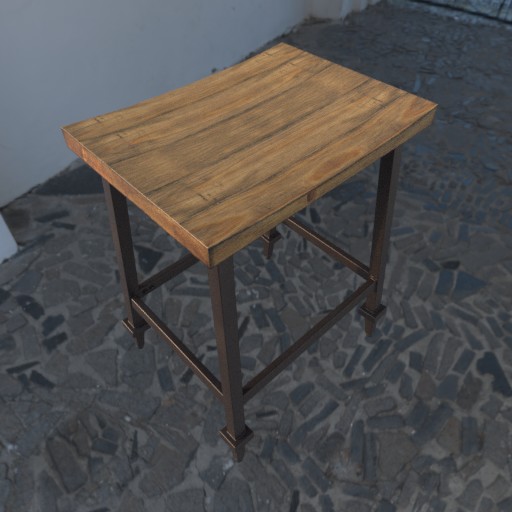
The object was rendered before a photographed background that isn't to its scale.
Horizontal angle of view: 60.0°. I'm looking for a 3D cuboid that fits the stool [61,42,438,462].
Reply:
[{"bbox_3d":[0.000,0.000,0.905,0.486,0.625,0.405,-34,55,-28],"label":"stool"}]
